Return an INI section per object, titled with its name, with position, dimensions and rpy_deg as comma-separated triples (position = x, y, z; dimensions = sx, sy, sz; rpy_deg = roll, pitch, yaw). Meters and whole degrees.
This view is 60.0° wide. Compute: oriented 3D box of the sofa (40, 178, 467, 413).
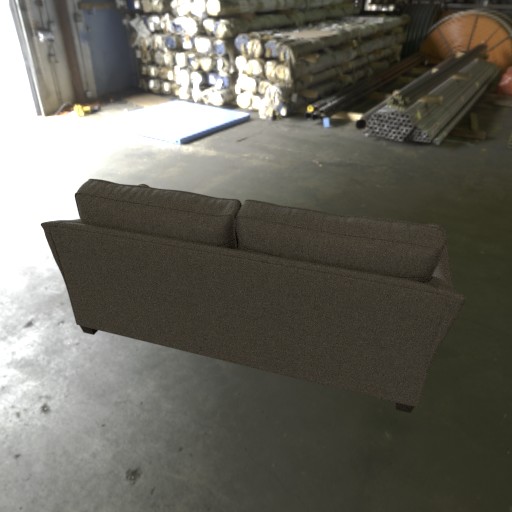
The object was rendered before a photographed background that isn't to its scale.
[sofa]
position = 0.000, 0.000, 2.709
dimensions = 2.203, 0.976, 1.013
rpy_deg = 10, 33, 15
